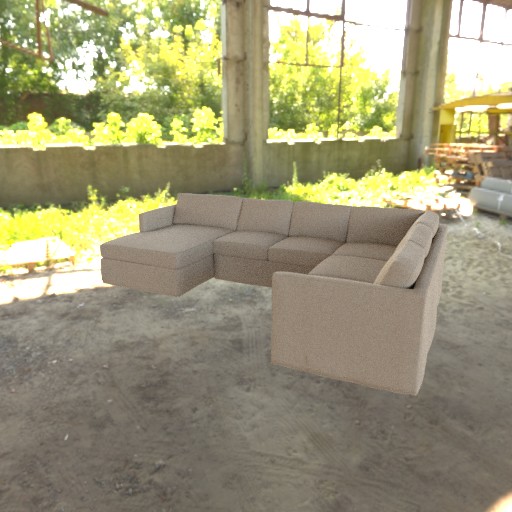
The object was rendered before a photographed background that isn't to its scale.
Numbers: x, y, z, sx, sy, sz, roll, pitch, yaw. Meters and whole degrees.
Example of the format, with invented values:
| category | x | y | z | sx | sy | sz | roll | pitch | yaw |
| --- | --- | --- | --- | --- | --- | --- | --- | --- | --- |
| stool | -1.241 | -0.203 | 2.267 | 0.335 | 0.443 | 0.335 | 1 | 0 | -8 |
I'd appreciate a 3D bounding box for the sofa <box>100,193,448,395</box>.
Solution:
| category | x | y | z | sx | sy | sz | roll | pitch | yaw |
| --- | --- | --- | --- | --- | --- | --- | --- | --- | --- |
| sofa | 0.000 | 0.000 | 4.516 | 3.528 | 0.878 | 2.476 | 7 | 17 | 25 |
